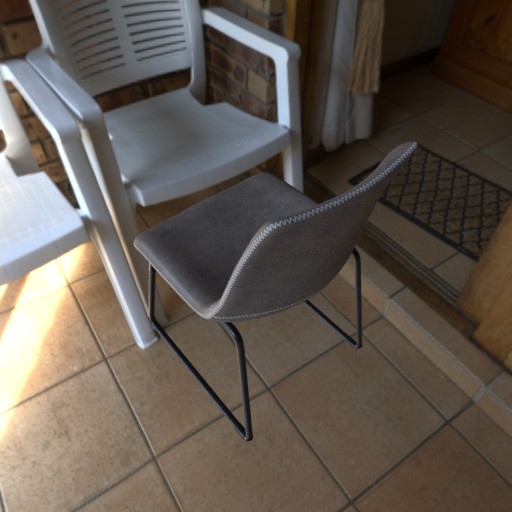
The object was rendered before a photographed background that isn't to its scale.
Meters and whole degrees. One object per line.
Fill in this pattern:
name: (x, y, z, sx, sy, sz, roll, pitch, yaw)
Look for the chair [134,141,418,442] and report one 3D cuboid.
chair: (0.000, 0.000, 1.111, 0.460, 0.780, 0.550, -31, 55, -26)
